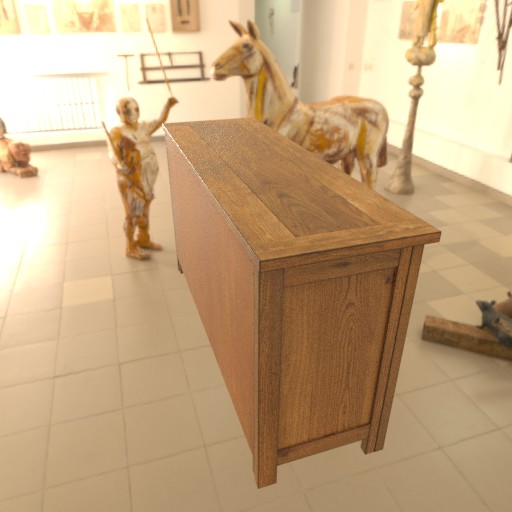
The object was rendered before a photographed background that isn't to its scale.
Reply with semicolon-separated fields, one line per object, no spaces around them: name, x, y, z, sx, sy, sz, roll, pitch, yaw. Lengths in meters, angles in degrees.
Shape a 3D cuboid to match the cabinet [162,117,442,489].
cabinet;0.000;0.000;1.829;0.480;0.813;1.474;-9;30;-16
